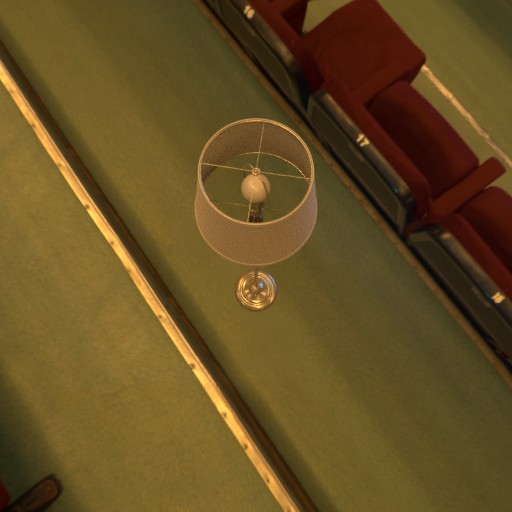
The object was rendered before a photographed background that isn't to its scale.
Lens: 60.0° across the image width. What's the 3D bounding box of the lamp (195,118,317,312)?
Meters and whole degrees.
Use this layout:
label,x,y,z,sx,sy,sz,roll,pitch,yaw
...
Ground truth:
label,x,y,z,sx,sy,sz,roll,pitch,yaw
lamp,0.000,0.000,1.693,0.327,1.506,0.327,-35,78,-8
